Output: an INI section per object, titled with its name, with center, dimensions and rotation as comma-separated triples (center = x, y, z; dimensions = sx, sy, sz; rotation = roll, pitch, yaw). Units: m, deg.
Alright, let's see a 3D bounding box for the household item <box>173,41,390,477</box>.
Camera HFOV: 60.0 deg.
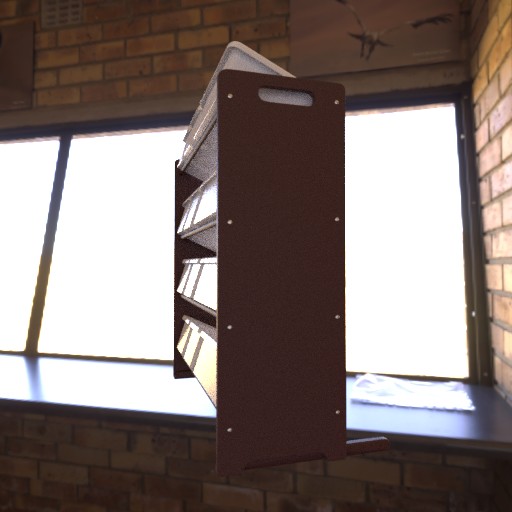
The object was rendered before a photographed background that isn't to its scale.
[household item]
center = 0.000, 0.000, 1.286
dimensions = 0.389, 0.864, 0.787
rotation = 0, -1, -17
